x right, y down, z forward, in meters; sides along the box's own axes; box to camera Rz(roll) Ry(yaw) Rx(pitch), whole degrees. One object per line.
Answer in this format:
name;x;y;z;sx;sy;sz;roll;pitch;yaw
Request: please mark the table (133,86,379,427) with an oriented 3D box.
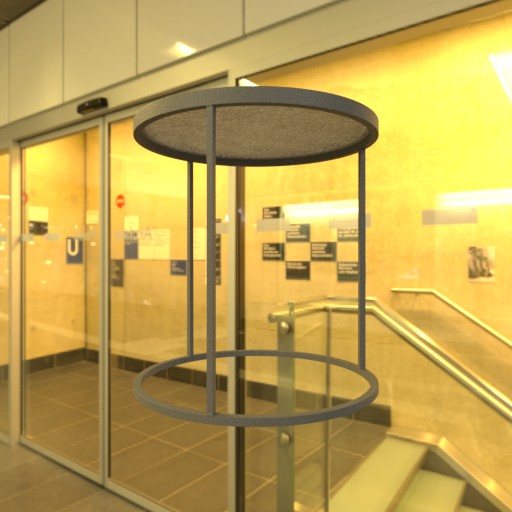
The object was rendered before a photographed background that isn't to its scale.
table;0.000;0.000;0.880;0.470;0.498;0.470;0;0;0
